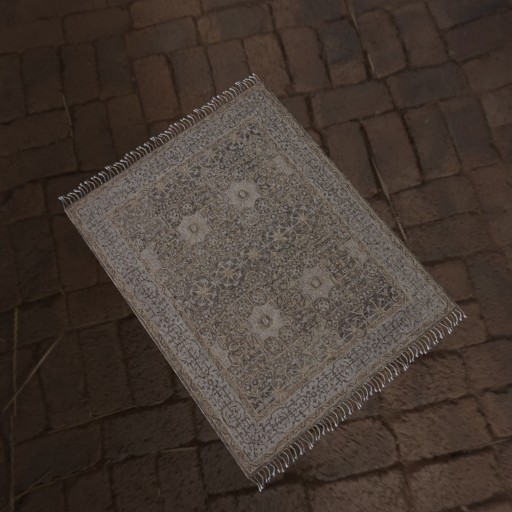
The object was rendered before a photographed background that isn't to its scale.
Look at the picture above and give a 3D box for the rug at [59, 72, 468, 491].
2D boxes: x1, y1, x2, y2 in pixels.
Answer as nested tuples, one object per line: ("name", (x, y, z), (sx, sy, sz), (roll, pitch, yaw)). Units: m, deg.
("rug", (0.000, 0.000, 4.215), (2.431, 0.017, 3.291), (-36, 78, -9))
